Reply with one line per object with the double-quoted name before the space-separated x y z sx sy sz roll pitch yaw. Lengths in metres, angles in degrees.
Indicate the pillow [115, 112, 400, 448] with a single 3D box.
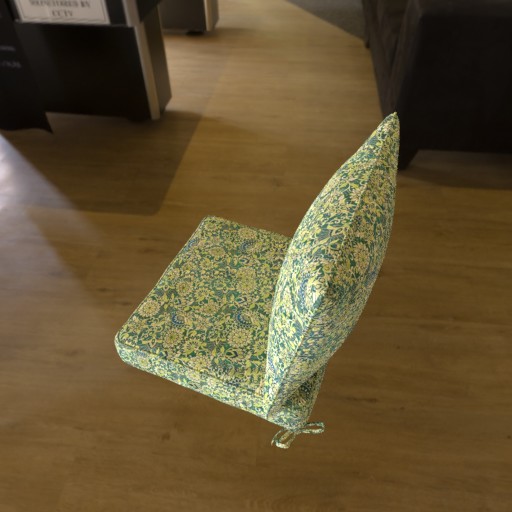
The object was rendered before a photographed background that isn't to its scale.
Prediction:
"pillow" 0.000 0.000 1.379 0.740 0.722 0.798 17 48 15
